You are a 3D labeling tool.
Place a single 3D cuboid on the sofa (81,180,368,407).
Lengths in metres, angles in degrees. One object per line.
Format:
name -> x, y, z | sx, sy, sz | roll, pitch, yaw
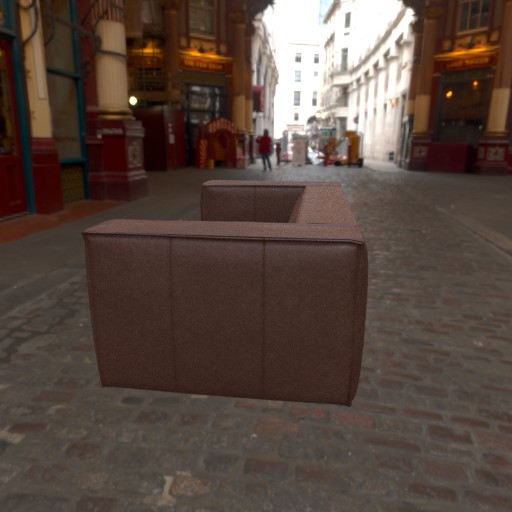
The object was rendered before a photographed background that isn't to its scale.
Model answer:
sofa -> 0.000, 0.000, 2.631 | 1.102, 0.703, 2.088 | 2, 15, 8
